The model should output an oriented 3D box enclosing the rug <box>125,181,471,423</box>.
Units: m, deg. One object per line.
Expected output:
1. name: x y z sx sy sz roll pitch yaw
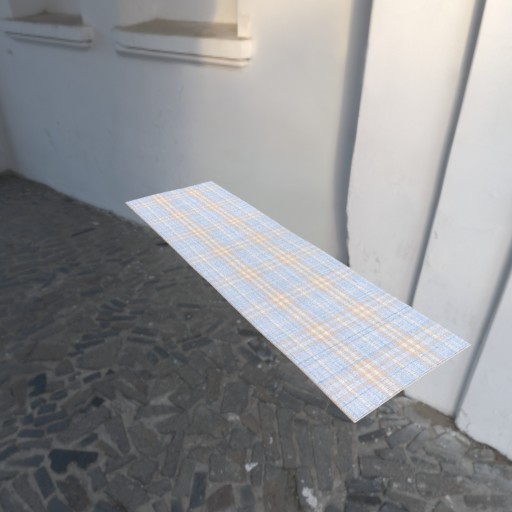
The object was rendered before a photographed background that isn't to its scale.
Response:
1. rug: 0.000 0.000 2.742 0.762 0.013 2.439 -20 37 -29
